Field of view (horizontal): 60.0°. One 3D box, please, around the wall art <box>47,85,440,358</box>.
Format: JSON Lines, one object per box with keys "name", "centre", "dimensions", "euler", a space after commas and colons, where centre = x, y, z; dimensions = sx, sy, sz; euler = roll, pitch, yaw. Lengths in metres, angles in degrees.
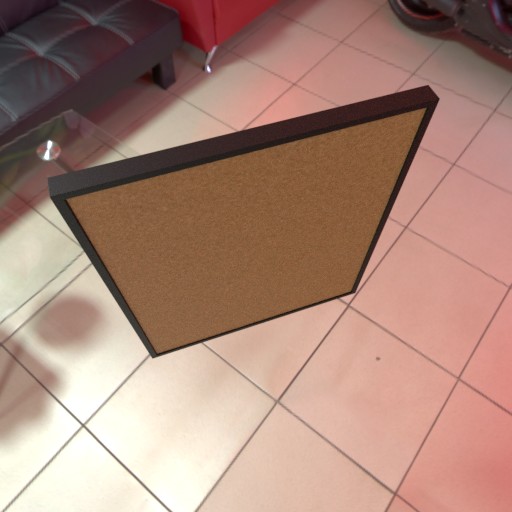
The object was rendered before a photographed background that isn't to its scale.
{"name": "wall art", "centre": [0.000, 0.000, 0.524], "dimensions": [0.330, 0.381, 0.019], "euler": [-16, 61, -10]}
